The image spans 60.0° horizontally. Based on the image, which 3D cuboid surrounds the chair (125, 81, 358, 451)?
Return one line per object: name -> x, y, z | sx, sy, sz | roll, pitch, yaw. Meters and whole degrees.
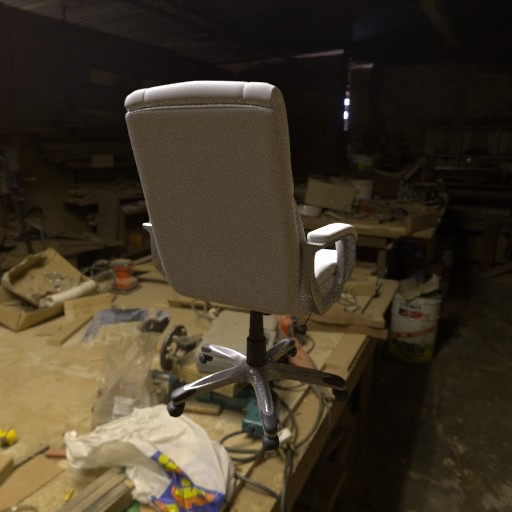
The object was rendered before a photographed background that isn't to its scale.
chair -> 0.000, 0.000, 1.605 | 0.687, 1.120, 0.738 | 8, 17, 27
